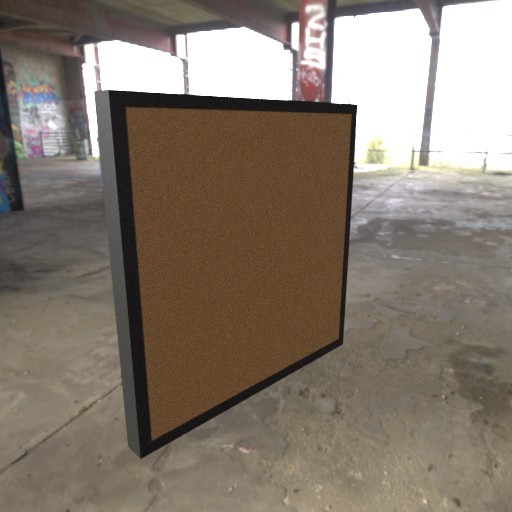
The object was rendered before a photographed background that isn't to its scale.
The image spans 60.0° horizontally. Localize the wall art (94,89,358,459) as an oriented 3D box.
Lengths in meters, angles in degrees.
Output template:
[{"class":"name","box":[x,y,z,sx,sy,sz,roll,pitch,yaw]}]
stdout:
[{"class":"wall art","box":[0.000,0.000,0.757,0.506,0.506,0.037,-15,22,-42]}]
